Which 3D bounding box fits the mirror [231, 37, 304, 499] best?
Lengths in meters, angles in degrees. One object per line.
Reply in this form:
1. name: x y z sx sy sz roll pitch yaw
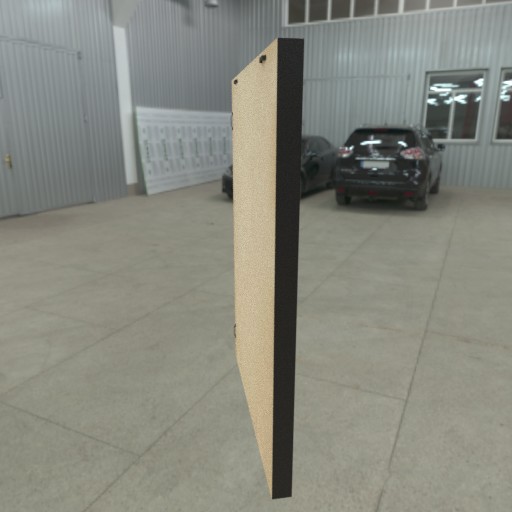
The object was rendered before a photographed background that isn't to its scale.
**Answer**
1. mirror: 0.000 0.000 0.892 0.040 0.710 0.507 -3 16 -9
